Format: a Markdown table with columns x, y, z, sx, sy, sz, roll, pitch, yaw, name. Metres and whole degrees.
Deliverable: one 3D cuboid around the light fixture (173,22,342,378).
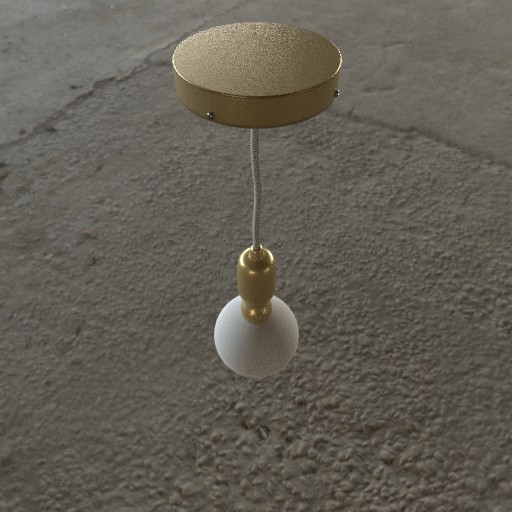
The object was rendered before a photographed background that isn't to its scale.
| x | y | z | sx | sy | sz | roll | pitch | yaw | name |
| --- | --- | --- | --- | --- | --- | --- | --- | --- | --- |
| 0.000 | 0.000 | 0.566 | 0.147 | 0.510 | 0.146 | 24 | 52 | 20 | light fixture |
